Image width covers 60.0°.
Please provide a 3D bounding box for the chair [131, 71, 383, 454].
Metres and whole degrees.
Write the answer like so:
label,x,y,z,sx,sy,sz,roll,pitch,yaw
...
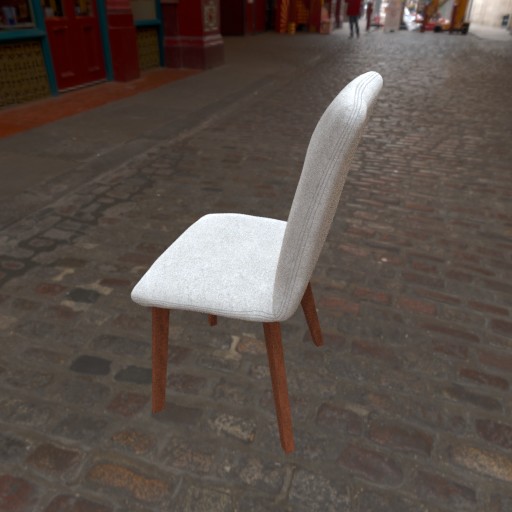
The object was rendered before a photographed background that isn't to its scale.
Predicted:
label,x,y,z,sx,sy,sz,roll,pitch,yaw
chair,0.000,0.000,1.287,0.563,0.974,0.522,9,32,15
